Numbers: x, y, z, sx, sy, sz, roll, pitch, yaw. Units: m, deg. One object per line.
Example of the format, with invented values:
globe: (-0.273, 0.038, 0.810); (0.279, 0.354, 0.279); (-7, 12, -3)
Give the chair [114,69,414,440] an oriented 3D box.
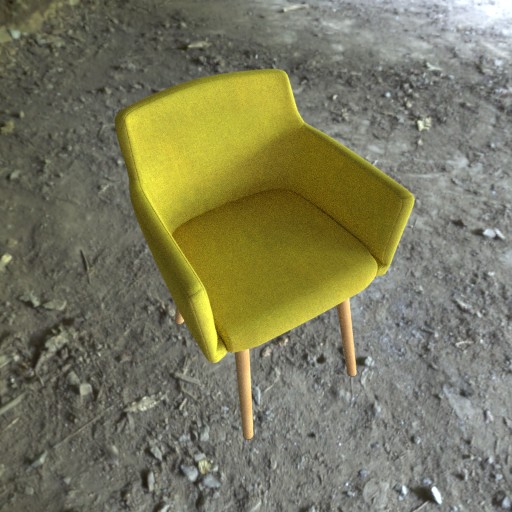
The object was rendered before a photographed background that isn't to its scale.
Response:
chair: (0.000, 0.000, 1.203); (0.570, 0.780, 0.570); (-24, 51, -21)
